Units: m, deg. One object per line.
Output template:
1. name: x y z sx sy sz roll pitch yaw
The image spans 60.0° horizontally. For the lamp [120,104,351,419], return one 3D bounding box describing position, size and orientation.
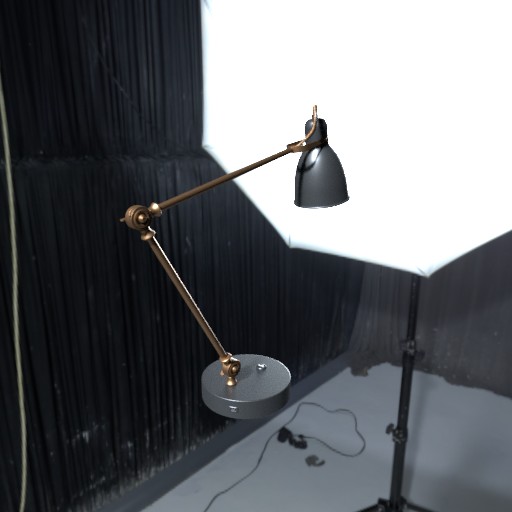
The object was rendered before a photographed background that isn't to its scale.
1. lamp: 0.000 0.000 0.883 0.187 0.587 0.561 14 21 42
